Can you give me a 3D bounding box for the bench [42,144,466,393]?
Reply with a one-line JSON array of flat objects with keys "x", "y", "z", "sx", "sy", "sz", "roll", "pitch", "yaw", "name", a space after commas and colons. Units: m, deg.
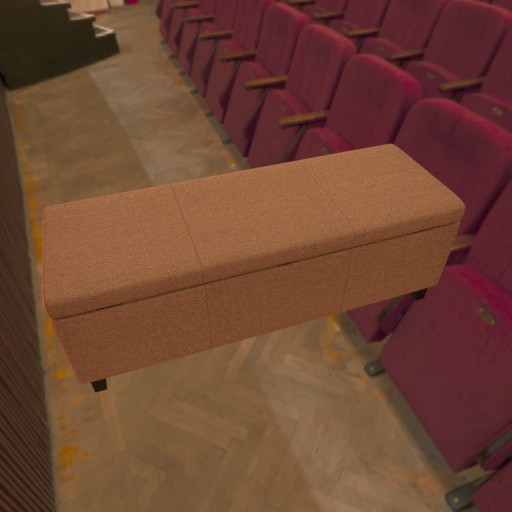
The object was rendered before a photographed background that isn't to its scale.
[{"x": 0.000, "y": 0.000, "z": 1.506, "sx": 1.269, "sy": 0.438, "sz": 0.446, "roll": -13, "pitch": 44, "yaw": -14, "name": "bench"}]
